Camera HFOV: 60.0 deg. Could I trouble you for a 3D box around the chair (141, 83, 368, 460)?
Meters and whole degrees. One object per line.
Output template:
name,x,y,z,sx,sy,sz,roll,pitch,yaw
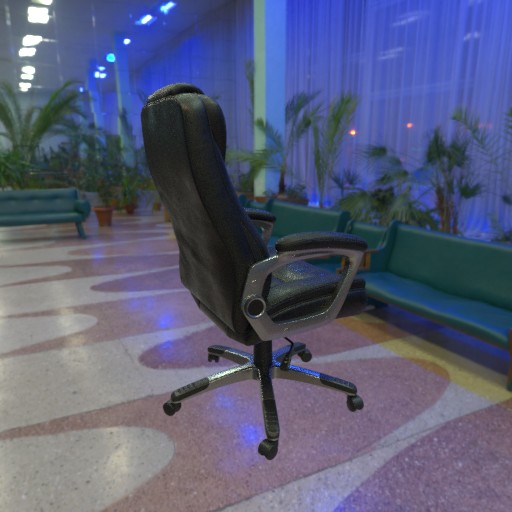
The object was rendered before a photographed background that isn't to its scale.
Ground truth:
chair,0.000,0.000,1.537,0.689,1.075,0.697,-7,15,-25
